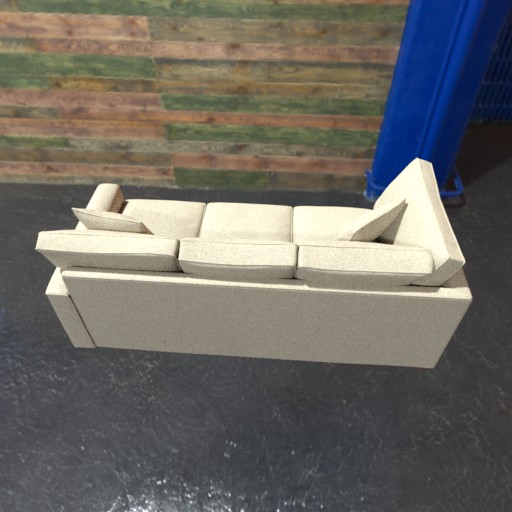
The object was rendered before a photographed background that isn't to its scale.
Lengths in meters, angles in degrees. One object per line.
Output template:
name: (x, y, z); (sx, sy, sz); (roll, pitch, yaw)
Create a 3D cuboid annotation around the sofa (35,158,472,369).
sofa: (0.000, 0.000, 2.890); (2.323, 0.948, 1.053); (3, 46, 3)
